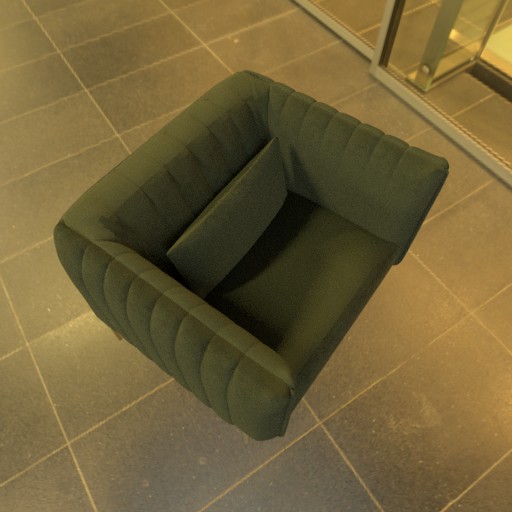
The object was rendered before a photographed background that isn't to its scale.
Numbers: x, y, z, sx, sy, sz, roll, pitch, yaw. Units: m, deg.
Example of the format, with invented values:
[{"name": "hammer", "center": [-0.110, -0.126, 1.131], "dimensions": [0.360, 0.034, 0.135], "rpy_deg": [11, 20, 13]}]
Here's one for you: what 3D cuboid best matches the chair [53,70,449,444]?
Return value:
[{"name": "chair", "center": [0.000, 0.000, 1.655], "dimensions": [0.877, 0.794, 1.032], "rpy_deg": [33, 64, 18]}]
